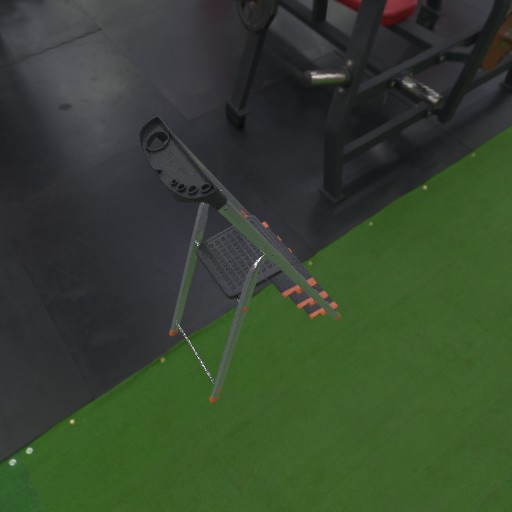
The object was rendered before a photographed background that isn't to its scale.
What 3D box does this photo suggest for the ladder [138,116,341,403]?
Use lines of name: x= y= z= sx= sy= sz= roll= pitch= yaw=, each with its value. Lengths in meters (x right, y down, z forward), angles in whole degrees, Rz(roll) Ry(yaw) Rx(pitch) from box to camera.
ladder: x=0.000 y=0.000 z=1.815 sx=0.834 sy=1.429 sz=0.452 roll=-30 pitch=63 yaw=-17
